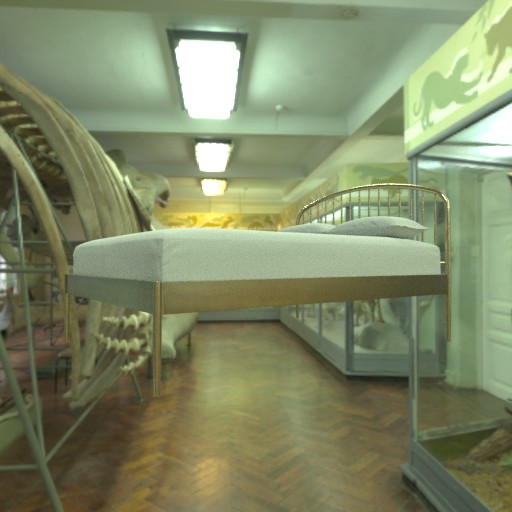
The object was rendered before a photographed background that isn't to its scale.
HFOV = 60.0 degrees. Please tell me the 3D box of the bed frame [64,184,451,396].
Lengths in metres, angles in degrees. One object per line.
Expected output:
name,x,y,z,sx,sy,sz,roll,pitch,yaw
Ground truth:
bed frame,0.000,0.000,3.070,2.152,1.175,1.612,1,-1,-36
